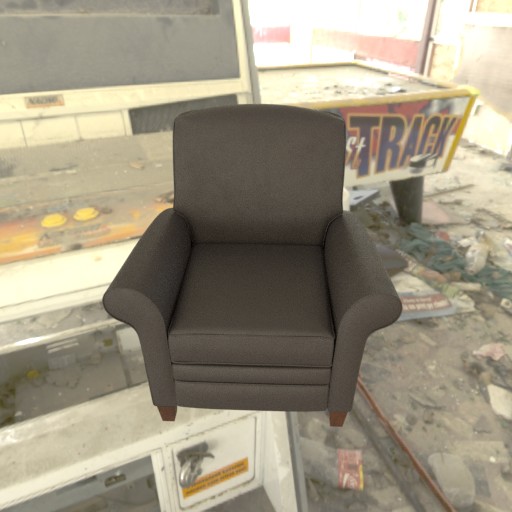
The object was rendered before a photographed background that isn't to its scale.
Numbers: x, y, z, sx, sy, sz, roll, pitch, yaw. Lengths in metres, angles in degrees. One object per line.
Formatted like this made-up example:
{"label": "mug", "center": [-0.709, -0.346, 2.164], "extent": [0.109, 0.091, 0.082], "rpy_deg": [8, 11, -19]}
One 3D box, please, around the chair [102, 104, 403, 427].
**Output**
{"label": "chair", "center": [0.000, 0.000, 1.844], "extent": [0.978, 1.061, 0.902], "rpy_deg": [1, 30, 2]}
